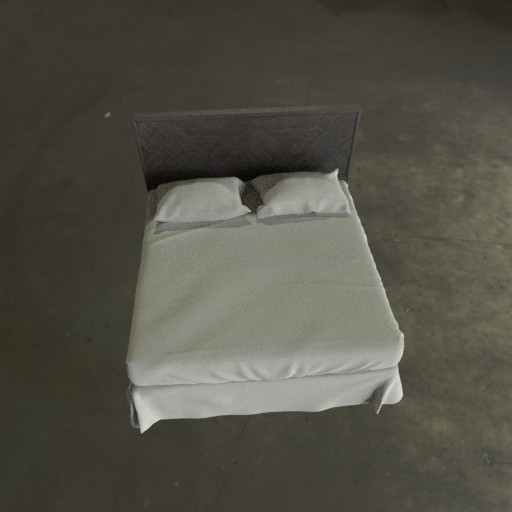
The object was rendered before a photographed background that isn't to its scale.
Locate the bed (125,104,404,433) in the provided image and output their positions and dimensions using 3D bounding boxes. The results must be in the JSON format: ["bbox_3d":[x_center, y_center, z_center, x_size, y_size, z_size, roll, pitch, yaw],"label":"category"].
[{"bbox_3d":[0.000,0.000,2.926,1.772,1.142,1.785,-3,47,-3],"label":"bed"}]
